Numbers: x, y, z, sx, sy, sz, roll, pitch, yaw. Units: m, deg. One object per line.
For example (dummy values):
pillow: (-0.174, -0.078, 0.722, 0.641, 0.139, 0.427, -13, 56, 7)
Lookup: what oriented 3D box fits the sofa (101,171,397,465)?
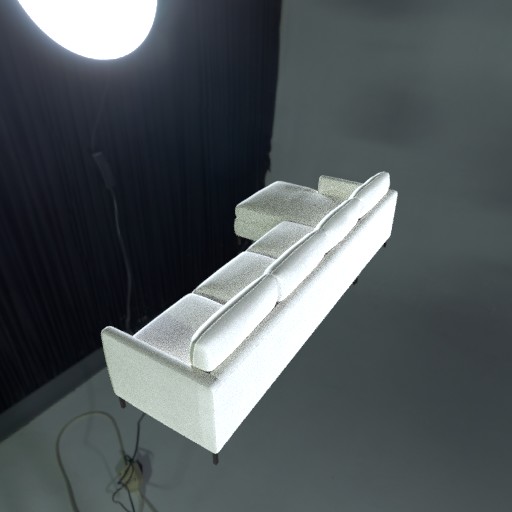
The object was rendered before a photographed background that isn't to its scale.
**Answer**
sofa: (0.000, 0.000, 3.836, 1.467, 0.875, 3.186, 18, 35, 27)
